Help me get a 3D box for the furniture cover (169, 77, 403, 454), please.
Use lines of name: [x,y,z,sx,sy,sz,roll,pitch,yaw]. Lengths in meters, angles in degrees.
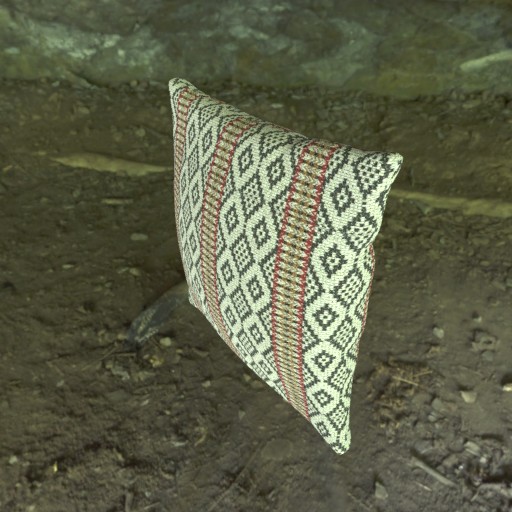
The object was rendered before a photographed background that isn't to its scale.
furniture cover: [0.000,0.000,0.761,0.182,0.506,0.503,-21,38,-30]
